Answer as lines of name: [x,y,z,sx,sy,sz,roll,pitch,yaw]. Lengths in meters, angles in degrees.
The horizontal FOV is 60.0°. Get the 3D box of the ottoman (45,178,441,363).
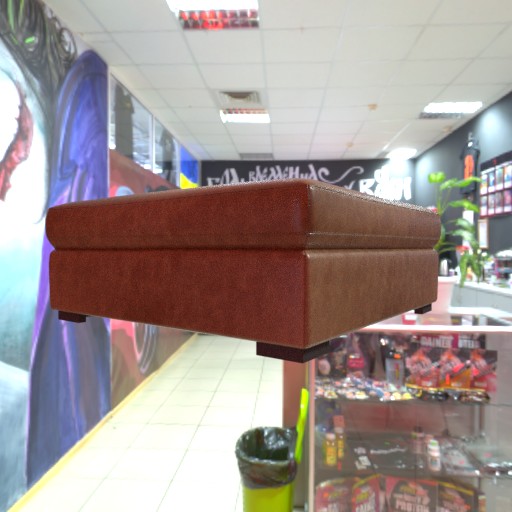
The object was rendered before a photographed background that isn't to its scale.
ottoman: [0.000,0.000,1.818,1.168,0.483,1.169,1,1,37]
